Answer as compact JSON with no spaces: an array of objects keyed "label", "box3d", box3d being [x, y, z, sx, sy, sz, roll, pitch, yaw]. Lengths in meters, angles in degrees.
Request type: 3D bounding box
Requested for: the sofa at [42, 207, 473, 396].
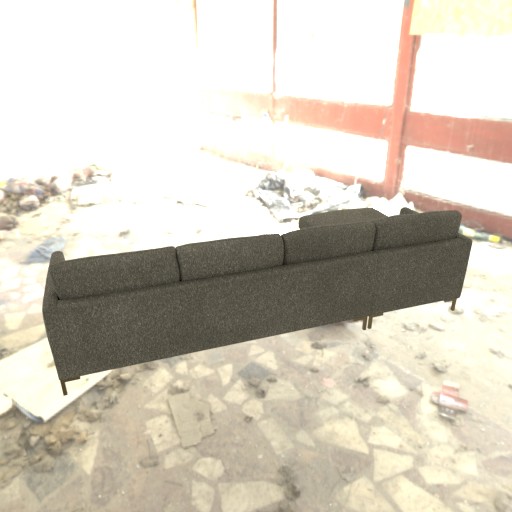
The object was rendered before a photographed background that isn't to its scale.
[{"label":"sofa","box3d":[0.000,0.000,3.429,2.932,0.810,1.350,-8,26,-17]}]
